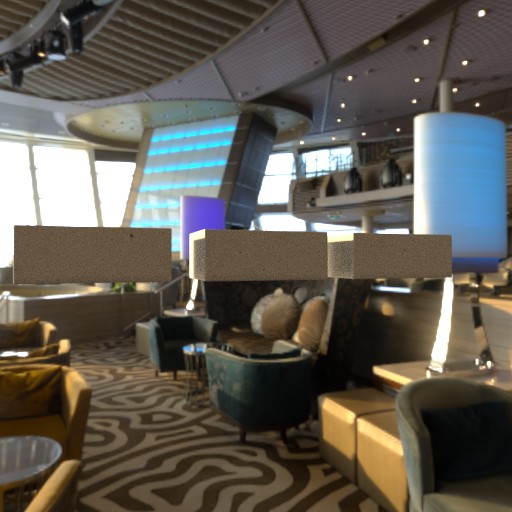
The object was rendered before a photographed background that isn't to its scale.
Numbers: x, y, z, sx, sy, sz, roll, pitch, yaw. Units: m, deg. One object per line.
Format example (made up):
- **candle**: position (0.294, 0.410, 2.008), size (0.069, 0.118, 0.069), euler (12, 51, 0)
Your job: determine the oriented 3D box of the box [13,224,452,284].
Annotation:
- **box**: position (0.000, 0.000, 0.487), size (0.461, 0.051, 0.082), euler (0, -1, -19)
